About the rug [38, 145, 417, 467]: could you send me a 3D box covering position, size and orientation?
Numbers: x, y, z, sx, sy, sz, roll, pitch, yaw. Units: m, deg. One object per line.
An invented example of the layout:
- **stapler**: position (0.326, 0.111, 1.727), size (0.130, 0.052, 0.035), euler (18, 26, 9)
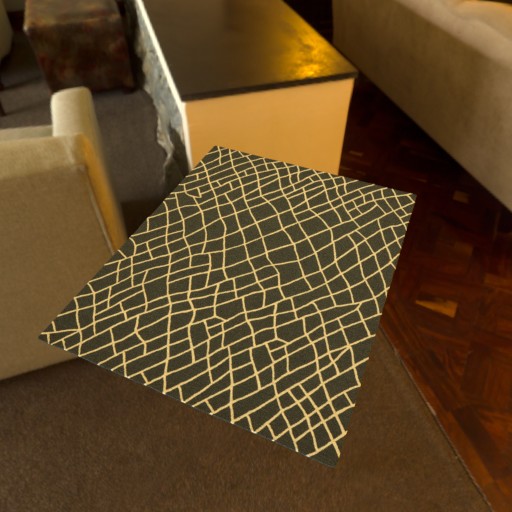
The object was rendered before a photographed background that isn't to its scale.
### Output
- **rug**: position (0.000, 0.000, 4.119), size (2.439, 0.022, 3.047), euler (17, 48, 16)
